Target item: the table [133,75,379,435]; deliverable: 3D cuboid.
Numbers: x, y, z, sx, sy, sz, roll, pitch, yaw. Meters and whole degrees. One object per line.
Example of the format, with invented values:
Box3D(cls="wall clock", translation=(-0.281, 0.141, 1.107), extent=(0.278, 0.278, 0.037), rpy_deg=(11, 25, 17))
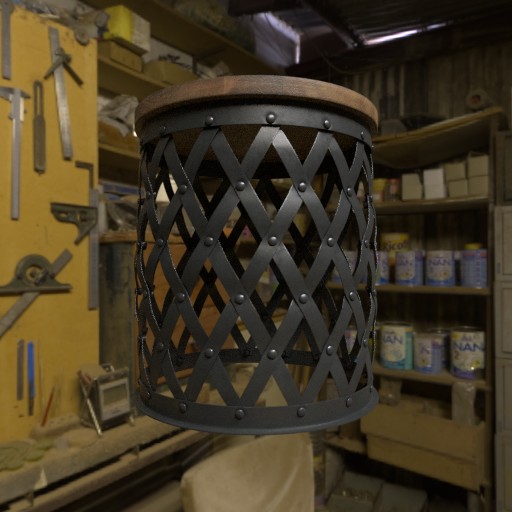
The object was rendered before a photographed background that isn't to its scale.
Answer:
Box3D(cls="table", translation=(0.000, 0.000, 0.760), extent=(0.405, 0.454, 0.405), rpy_deg=(0, -1, 0))
